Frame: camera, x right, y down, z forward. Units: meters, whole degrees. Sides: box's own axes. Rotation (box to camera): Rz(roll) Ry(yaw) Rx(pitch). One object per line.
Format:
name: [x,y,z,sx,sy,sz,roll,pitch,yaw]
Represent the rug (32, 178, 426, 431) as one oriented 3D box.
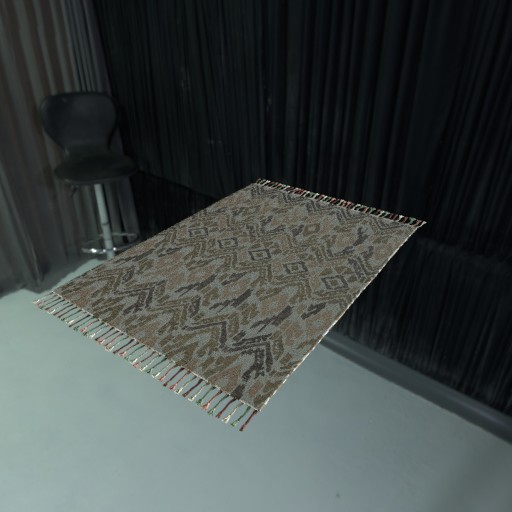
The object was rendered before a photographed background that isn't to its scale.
rug: [0.000,0.000,2.330,1.219,0.008,1.829,20,37,30]
